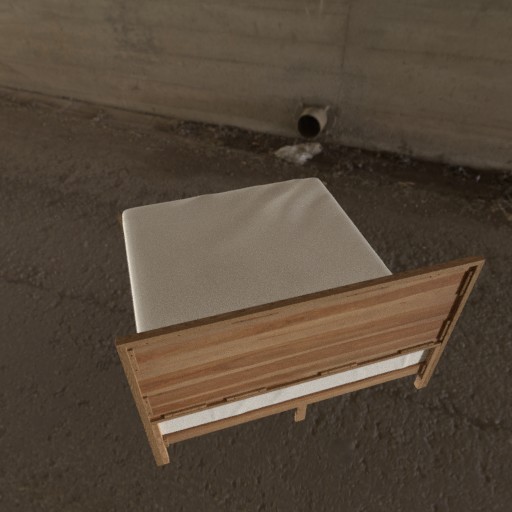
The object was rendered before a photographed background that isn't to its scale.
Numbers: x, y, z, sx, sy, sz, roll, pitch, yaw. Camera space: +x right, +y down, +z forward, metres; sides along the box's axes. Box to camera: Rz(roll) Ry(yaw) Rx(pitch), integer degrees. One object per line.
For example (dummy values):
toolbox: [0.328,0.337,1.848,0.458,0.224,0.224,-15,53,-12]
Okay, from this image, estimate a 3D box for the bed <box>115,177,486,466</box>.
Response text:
bed: [0.000,0.000,3.461,2.013,1.295,2.184,-12,43,-13]
